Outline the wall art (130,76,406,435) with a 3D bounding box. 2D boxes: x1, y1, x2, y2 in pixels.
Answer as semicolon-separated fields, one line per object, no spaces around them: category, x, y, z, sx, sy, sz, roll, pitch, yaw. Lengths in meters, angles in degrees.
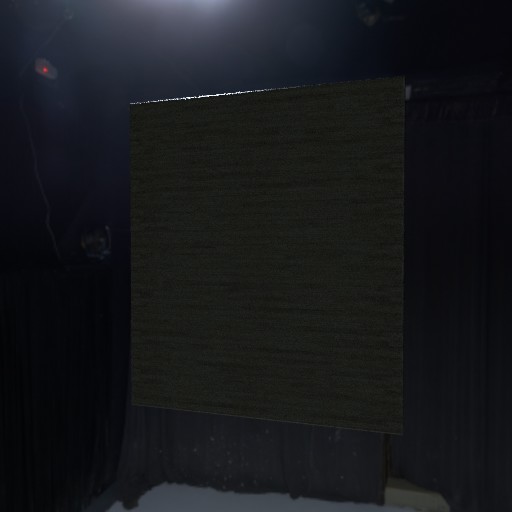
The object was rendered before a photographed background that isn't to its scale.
wall art;0.000;0.000;0.760;0.483;0.559;0.009;0;1;16
